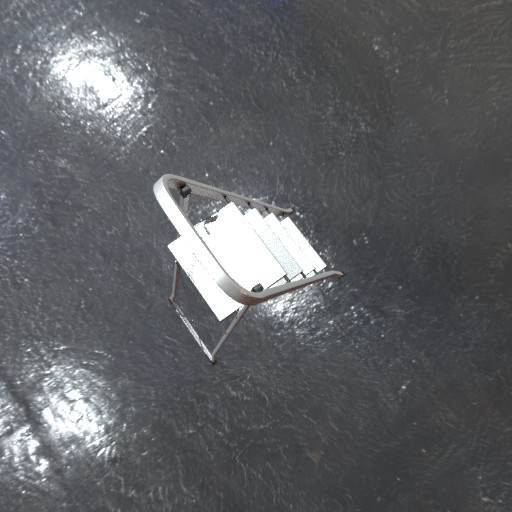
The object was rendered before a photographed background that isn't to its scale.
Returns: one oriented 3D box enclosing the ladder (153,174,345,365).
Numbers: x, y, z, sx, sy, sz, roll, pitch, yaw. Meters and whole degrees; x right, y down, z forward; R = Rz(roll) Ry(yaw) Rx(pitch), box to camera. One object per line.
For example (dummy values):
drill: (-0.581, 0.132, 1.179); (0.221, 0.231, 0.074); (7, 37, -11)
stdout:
ladder: (0.000, 0.000, 1.695); (0.830, 1.290, 0.465); (-35, 79, -8)
